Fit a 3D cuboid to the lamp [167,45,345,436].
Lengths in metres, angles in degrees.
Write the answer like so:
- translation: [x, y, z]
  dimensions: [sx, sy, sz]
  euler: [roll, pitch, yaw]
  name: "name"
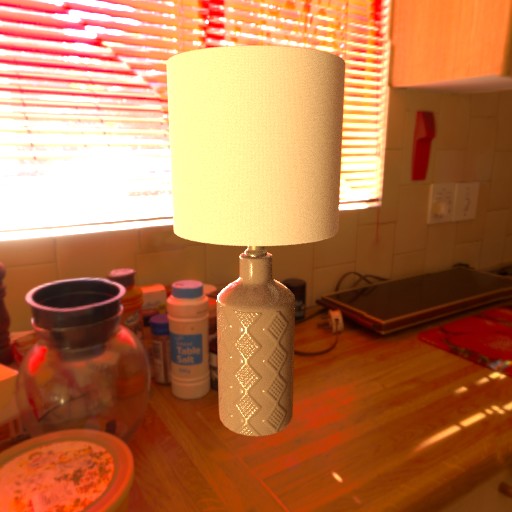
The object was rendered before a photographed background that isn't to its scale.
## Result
- translation: [0.000, 0.000, 0.574]
  dimensions: [0.207, 0.461, 0.207]
  euler: [7, 15, 27]
  name: "lamp"
